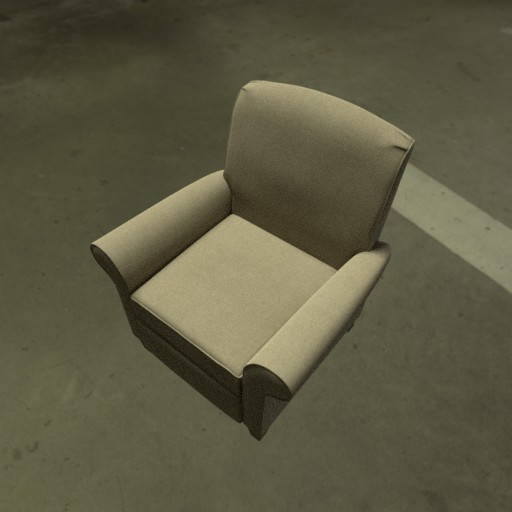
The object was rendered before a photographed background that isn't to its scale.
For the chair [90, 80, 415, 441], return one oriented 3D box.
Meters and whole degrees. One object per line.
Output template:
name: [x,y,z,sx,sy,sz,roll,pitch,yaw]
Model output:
chair: [0.000,0.000,1.804,0.978,1.061,0.905,30,53,26]
